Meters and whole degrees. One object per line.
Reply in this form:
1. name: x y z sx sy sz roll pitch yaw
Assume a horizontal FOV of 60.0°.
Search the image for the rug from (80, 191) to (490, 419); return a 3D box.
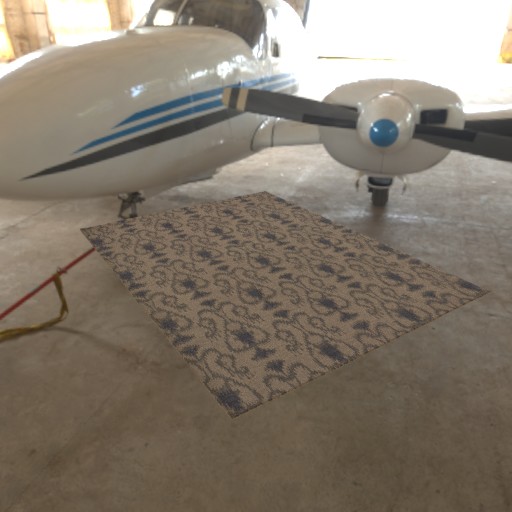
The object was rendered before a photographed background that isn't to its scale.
1. rug: 0.000 0.000 4.171 2.437 0.015 3.205 -16 30 -30
